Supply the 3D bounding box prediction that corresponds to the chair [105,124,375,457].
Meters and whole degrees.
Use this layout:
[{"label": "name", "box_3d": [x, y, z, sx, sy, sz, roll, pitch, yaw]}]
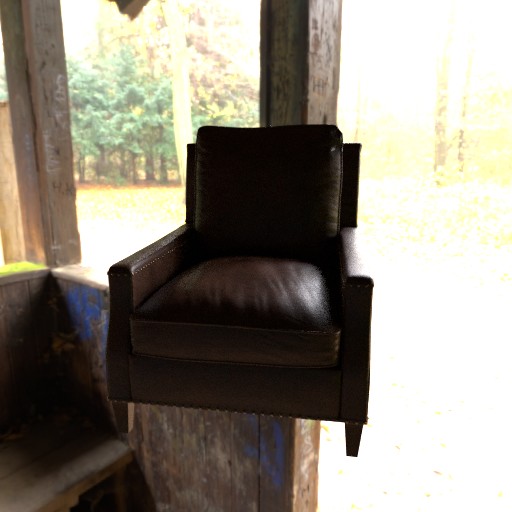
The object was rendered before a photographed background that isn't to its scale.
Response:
[{"label": "chair", "box_3d": [0.000, 0.000, 1.780, 0.854, 1.054, 1.035, 2, 13, 9]}]
